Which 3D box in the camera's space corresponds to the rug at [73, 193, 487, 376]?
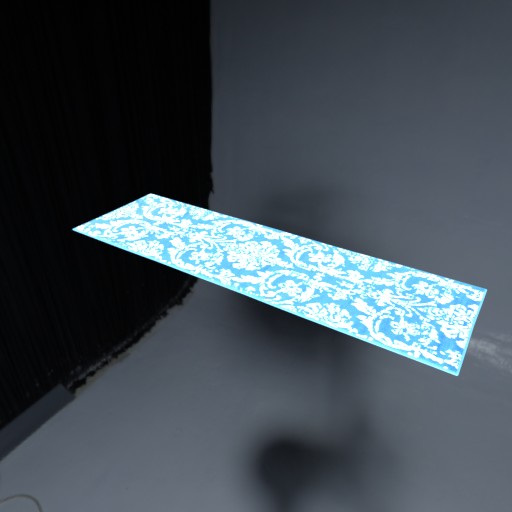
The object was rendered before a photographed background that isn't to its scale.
[{"bbox_3d":[0.000,0.000,2.386,2.196,0.011,0.662,18,35,28],"label":"rug"}]
